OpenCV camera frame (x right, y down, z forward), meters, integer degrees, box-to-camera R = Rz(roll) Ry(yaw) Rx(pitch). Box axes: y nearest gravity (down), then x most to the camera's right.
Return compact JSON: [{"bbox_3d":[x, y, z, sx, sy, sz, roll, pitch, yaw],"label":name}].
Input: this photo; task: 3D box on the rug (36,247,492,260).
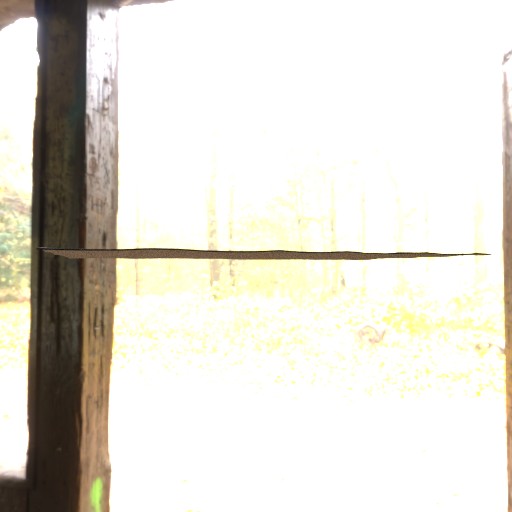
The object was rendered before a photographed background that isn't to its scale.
[{"bbox_3d":[0.000,0.000,2.967,2.448,0.017,1.529,1,-2,-18],"label":"rug"}]
